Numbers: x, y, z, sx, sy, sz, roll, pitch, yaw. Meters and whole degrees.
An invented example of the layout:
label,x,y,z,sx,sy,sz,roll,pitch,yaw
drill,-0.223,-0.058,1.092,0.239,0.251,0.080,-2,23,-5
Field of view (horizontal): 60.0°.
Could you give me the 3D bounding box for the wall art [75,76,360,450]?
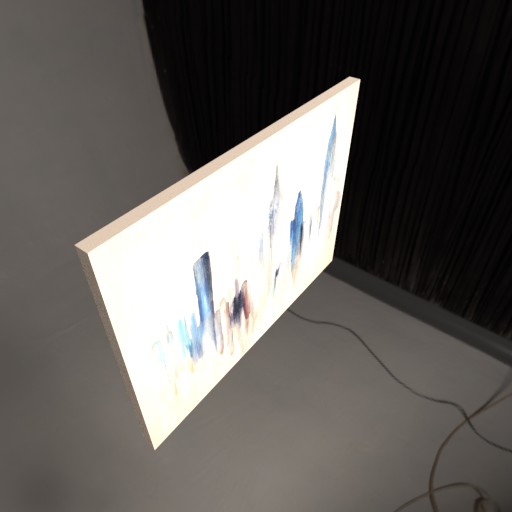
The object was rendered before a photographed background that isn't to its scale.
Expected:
label,x,y,z,sx,sy,sz,roll,pitch,yaw
wall art,0.000,0.000,1.334,0.038,0.762,1.016,27,49,27
